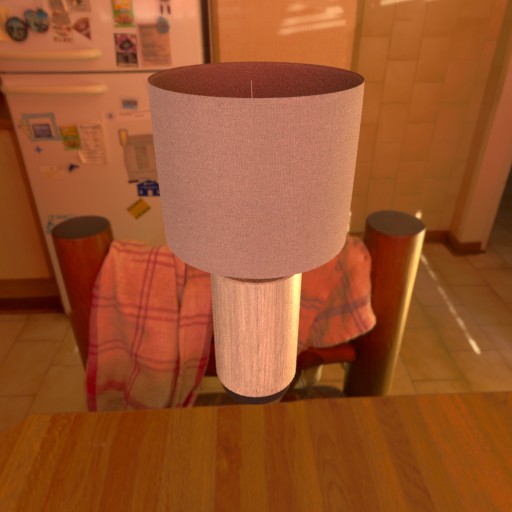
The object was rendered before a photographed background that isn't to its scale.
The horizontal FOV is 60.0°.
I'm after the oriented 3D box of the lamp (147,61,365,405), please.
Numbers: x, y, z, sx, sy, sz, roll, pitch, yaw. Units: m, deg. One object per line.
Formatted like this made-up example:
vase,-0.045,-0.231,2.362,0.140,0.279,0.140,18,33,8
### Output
lamp,0.000,0.000,0.584,0.228,0.444,0.228,-19,36,-28
